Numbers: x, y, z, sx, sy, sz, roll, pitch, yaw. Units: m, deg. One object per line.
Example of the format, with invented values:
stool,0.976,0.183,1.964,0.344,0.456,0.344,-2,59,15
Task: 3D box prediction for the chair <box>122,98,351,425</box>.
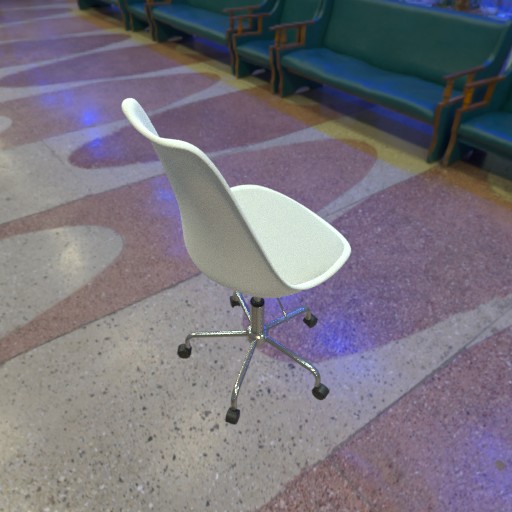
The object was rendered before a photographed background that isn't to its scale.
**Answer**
chair,0.000,0.000,1.262,0.550,0.930,0.550,-25,46,-26
